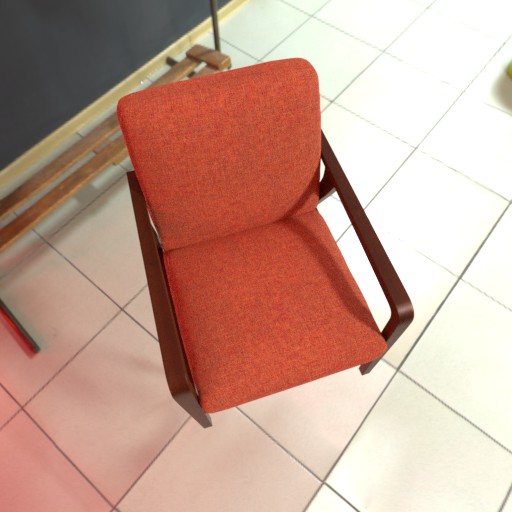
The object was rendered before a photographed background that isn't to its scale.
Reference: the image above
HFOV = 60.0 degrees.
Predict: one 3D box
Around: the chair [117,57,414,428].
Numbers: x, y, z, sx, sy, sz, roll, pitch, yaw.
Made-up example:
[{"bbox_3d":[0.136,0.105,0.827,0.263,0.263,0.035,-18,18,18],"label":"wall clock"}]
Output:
[{"bbox_3d":[0.000,0.000,1.491,0.719,0.890,0.860,-16,64,-8],"label":"chair"}]
